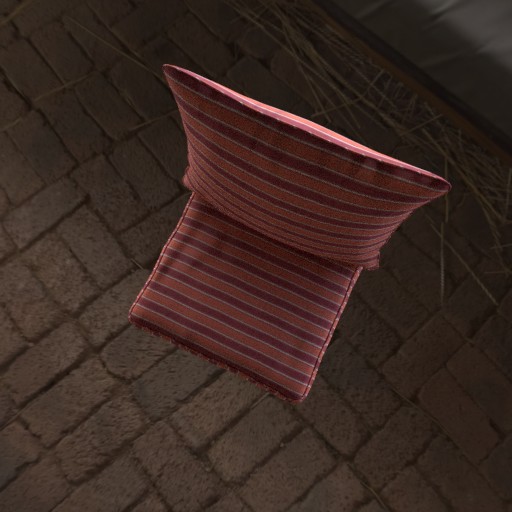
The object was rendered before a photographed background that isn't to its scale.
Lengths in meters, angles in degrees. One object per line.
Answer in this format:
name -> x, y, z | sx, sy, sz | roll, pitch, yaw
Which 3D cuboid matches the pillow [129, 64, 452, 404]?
pillow -> 0.000, 0.000, 1.388 | 0.799, 0.723, 0.733 | 25, 78, 6
